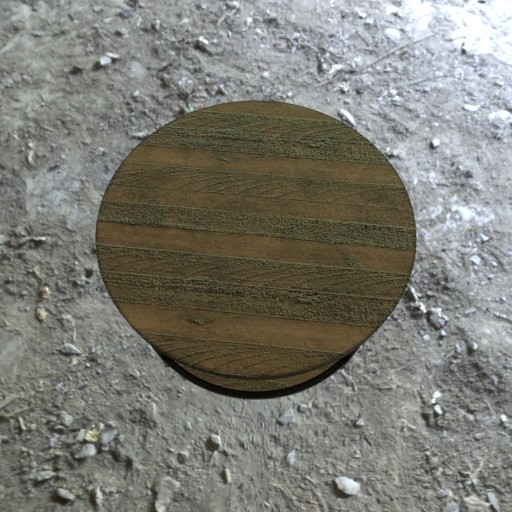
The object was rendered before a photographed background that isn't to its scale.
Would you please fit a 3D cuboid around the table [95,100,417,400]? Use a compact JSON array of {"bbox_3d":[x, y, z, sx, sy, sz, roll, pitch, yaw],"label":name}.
[{"bbox_3d":[0.000,0.000,1.375,0.837,0.462,0.837,0,63,0],"label":"table"}]
